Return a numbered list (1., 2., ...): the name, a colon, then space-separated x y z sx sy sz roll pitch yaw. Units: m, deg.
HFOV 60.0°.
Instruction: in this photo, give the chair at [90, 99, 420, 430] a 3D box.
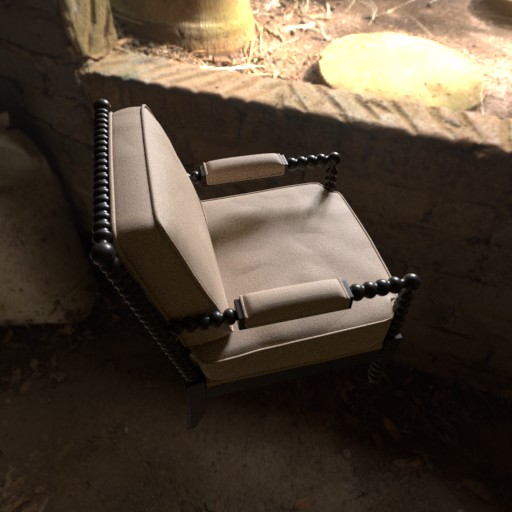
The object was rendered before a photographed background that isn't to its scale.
1. chair: 0.000 0.000 1.156 0.657 0.703 0.555 -10 47 -9
